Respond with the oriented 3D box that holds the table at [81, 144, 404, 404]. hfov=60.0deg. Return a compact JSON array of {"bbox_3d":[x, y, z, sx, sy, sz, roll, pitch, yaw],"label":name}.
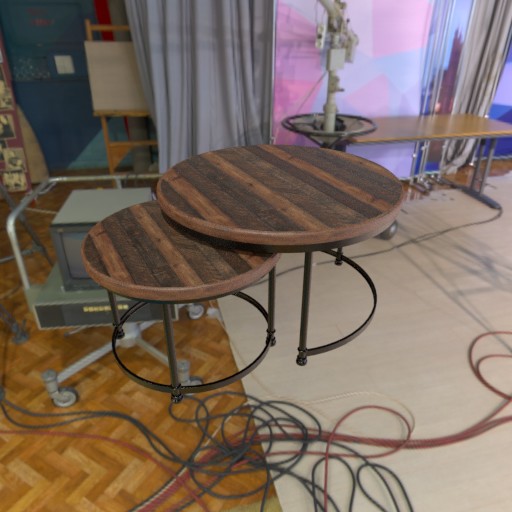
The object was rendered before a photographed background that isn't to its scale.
[{"bbox_3d":[0.000,0.000,1.629,0.870,0.516,1.152,20,36,31],"label":"table"}]
